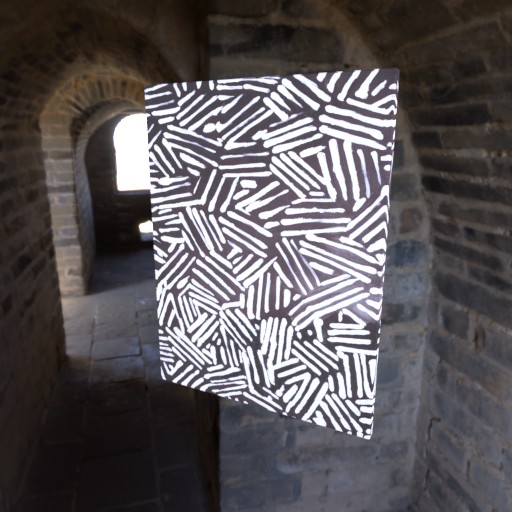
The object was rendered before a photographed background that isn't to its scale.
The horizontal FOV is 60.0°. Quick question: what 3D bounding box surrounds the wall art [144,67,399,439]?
[{"bbox_3d":[0.000,0.000,1.355,0.765,1.017,0.038,7,16,26],"label":"wall art"}]
